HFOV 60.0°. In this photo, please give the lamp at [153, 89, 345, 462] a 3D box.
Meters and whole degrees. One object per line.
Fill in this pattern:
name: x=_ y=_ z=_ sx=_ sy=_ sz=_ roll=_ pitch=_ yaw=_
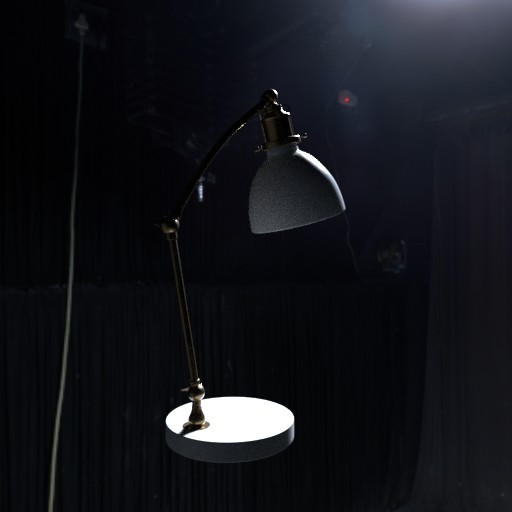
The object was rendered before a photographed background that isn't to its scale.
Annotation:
lamp: x=0.000 y=0.000 z=0.680 sx=0.317 sy=0.522 sz=0.186 roll=0 pitch=-1 yaw=-37
